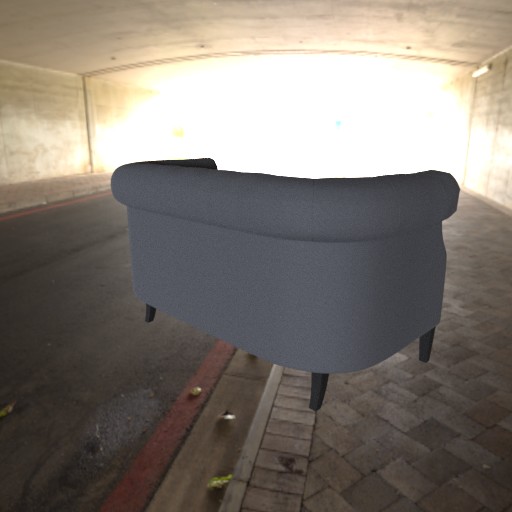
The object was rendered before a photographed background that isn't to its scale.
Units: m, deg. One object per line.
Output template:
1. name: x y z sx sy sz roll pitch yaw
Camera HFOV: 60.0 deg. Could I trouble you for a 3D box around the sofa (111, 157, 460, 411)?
1. sofa: 0.000 0.000 2.029 1.558 0.827 0.835 15 21 43
